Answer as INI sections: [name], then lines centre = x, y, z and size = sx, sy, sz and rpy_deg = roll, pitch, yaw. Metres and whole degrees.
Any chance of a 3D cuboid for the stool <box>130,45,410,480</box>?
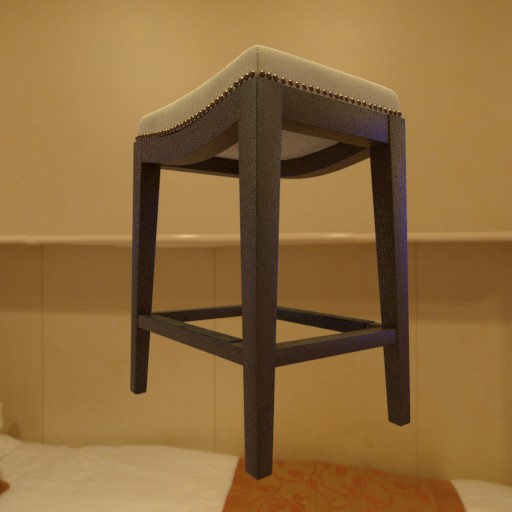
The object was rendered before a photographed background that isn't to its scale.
[stool]
centre = 0.000, 0.000, 0.932
size = 0.361, 0.642, 0.500
rpy_deg = 0, 1, -36
